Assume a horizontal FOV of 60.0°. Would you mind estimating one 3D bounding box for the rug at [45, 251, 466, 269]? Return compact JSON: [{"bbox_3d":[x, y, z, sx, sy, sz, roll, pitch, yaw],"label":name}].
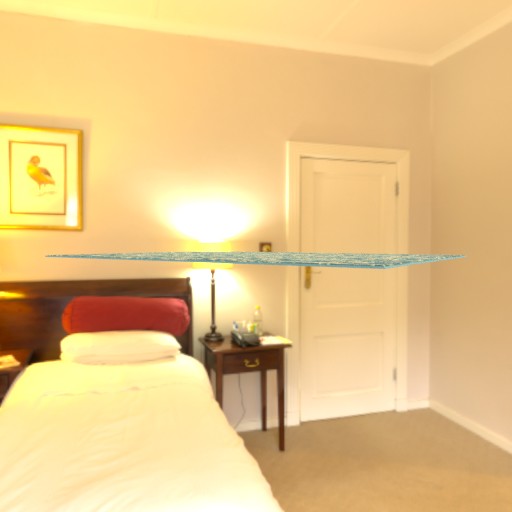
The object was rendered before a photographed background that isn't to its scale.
[{"bbox_3d":[0.000,0.000,2.832,2.205,0.012,1.554,1,2,35],"label":"rug"}]
